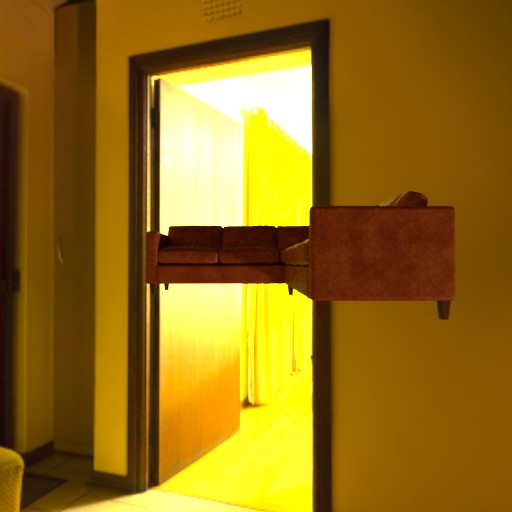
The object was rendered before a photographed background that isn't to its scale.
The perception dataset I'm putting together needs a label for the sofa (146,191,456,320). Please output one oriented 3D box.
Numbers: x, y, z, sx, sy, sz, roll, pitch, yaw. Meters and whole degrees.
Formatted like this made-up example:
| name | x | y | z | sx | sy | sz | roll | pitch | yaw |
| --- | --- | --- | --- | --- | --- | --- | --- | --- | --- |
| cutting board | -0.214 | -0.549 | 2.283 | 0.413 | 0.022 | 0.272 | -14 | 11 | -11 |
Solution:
| name | x | y | z | sx | sy | sz | roll | pitch | yaw |
| --- | --- | --- | --- | --- | --- | --- | --- | --- | --- |
| sofa | 0.000 | 0.000 | 4.280 | 2.438 | 0.838 | 3.150 | 0 | -1 | -1 |
